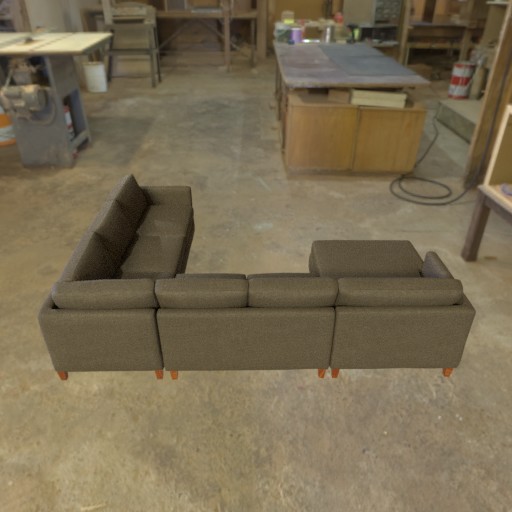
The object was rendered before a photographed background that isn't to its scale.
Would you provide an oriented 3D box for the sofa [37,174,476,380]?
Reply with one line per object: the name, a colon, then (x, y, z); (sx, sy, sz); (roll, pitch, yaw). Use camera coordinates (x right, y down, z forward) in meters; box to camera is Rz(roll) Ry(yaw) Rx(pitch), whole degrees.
sofa: (0.000, 0.000, 4.641); (3.460, 0.961, 2.594); (0, 32, -1)
